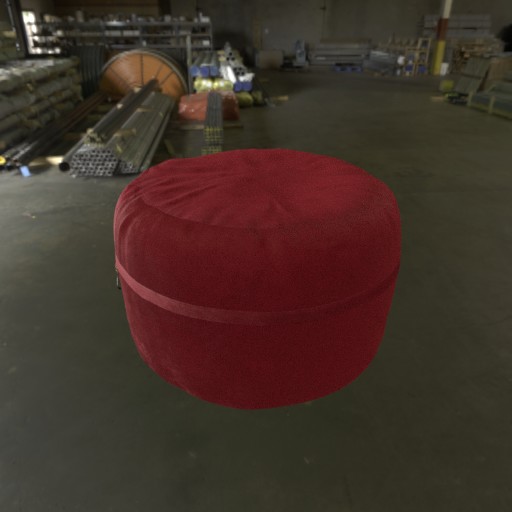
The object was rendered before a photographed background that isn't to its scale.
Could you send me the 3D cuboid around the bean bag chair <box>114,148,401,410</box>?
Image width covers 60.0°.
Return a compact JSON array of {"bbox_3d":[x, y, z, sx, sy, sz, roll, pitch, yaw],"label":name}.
[{"bbox_3d":[0.000,0.000,1.994,1.219,0.762,1.219,0,28,0],"label":"bean bag chair"}]
